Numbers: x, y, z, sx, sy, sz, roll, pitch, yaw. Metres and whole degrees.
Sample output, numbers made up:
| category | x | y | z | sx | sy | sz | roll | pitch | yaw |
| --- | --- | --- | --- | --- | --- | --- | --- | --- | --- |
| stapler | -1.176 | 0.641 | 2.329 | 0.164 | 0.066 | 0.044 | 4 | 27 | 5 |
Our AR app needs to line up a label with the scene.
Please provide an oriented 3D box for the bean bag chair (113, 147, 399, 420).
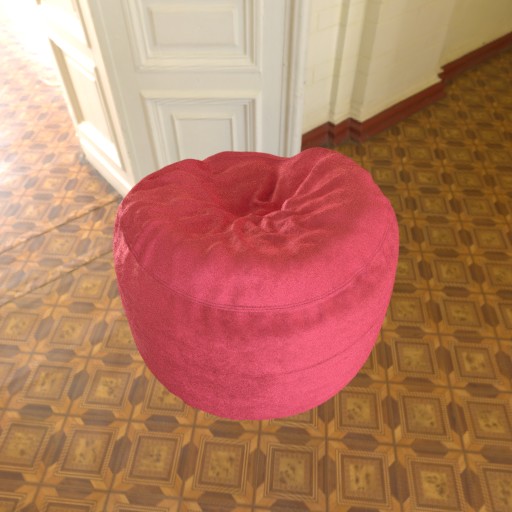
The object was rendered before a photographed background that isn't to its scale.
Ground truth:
| category | x | y | z | sx | sy | sz | roll | pitch | yaw |
| --- | --- | --- | --- | --- | --- | --- | --- | --- | --- |
| bean bag chair | 0.000 | 0.000 | 1.971 | 1.218 | 0.788 | 1.218 | 0 | 48 | 0 |
